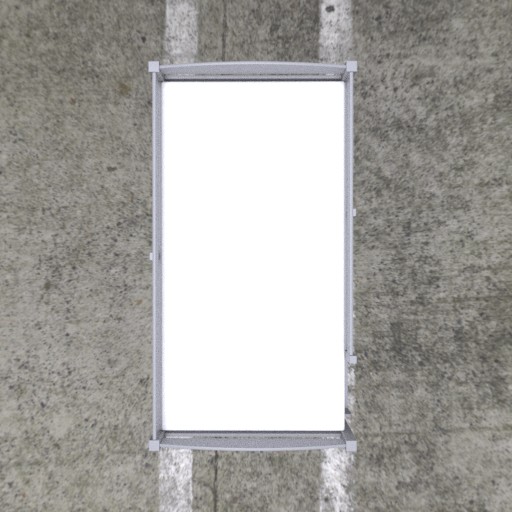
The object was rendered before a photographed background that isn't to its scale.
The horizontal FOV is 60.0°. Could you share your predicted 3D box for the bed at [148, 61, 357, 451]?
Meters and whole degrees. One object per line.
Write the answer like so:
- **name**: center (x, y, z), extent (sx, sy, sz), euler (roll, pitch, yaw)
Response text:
- **bed**: center (0.000, 0.000, 2.840), extent (1.105, 1.206, 2.013), euler (0, 90, 0)
